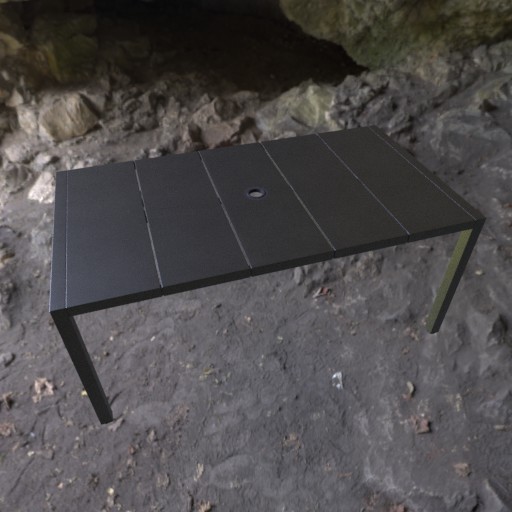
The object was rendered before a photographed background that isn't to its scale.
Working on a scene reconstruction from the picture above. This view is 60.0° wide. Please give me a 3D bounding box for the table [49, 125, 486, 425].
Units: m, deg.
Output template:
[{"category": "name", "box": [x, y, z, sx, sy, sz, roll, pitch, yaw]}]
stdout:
[{"category": "table", "box": [0.000, 0.000, 2.178, 1.680, 0.735, 0.914, -12, 43, -13]}]
